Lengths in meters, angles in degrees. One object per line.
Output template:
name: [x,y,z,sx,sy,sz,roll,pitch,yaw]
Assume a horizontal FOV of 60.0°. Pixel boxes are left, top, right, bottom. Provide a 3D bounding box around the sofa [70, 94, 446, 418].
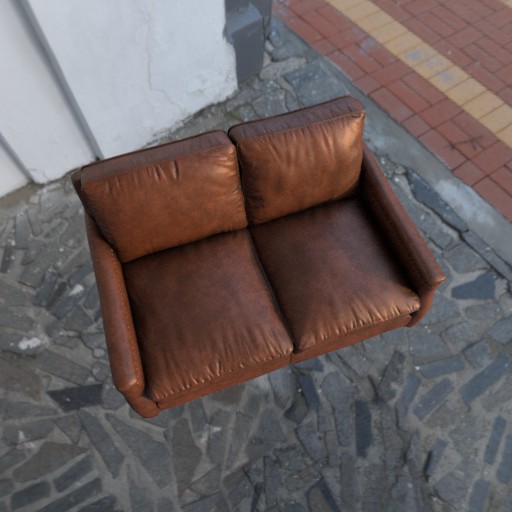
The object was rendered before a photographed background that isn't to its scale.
sofa: [0.000,0.000,2.294,1.628,1.003,1.083,-17,65,-8]
